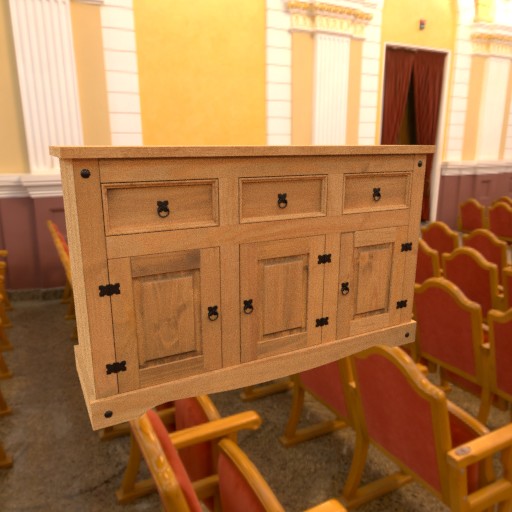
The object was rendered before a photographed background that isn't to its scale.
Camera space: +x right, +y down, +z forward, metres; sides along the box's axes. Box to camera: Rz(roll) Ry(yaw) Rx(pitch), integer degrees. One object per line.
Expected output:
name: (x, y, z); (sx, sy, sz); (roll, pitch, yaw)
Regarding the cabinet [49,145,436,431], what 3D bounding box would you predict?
cabinet: (0.000, 0.000, 1.677); (1.321, 0.810, 0.432); (-7, 16, -27)
